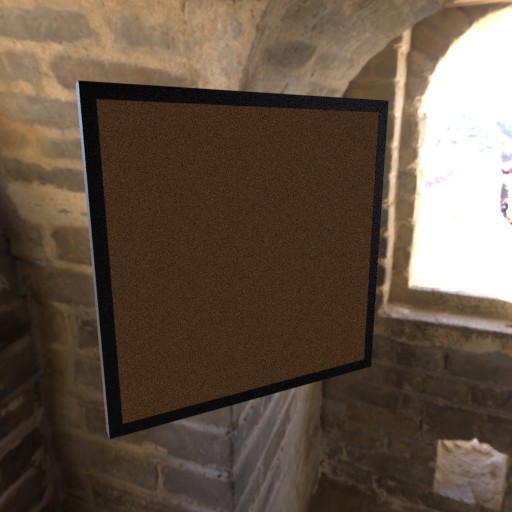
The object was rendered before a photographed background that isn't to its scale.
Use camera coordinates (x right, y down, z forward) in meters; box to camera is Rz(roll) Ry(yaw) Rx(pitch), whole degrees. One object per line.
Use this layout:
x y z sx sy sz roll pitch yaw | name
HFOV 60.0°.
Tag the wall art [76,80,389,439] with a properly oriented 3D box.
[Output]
0.000 0.000 1.101 0.765 0.765 0.038 -7 15 -26 | wall art
